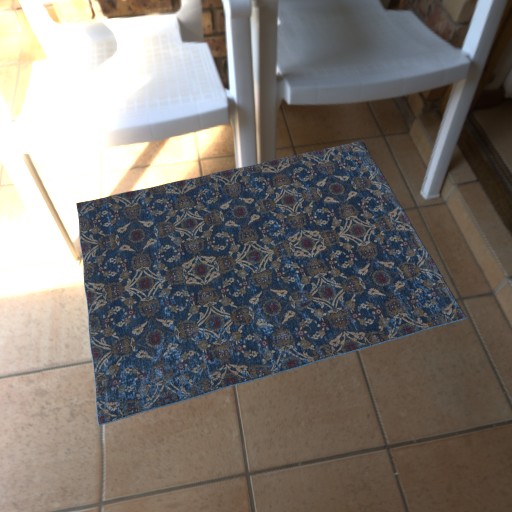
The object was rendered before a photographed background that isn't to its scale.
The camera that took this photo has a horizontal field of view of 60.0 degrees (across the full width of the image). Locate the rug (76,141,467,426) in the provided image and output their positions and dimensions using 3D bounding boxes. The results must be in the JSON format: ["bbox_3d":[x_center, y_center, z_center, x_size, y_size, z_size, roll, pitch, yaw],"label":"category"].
[{"bbox_3d":[0.000,0.000,2.914,2.207,0.014,1.567,-14,59,-8],"label":"rug"}]
